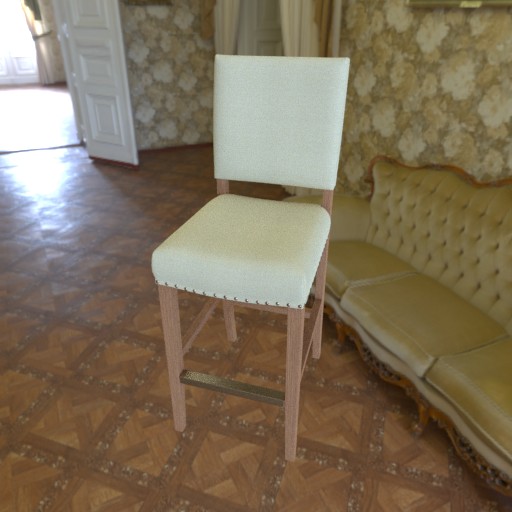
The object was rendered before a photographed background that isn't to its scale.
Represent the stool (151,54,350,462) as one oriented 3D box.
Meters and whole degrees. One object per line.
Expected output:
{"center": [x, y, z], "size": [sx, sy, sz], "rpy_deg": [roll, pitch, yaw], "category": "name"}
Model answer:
{"center": [0.000, 0.000, 1.457], "size": [0.445, 1.168, 0.584], "rpy_deg": [8, 29, 15], "category": "stool"}
